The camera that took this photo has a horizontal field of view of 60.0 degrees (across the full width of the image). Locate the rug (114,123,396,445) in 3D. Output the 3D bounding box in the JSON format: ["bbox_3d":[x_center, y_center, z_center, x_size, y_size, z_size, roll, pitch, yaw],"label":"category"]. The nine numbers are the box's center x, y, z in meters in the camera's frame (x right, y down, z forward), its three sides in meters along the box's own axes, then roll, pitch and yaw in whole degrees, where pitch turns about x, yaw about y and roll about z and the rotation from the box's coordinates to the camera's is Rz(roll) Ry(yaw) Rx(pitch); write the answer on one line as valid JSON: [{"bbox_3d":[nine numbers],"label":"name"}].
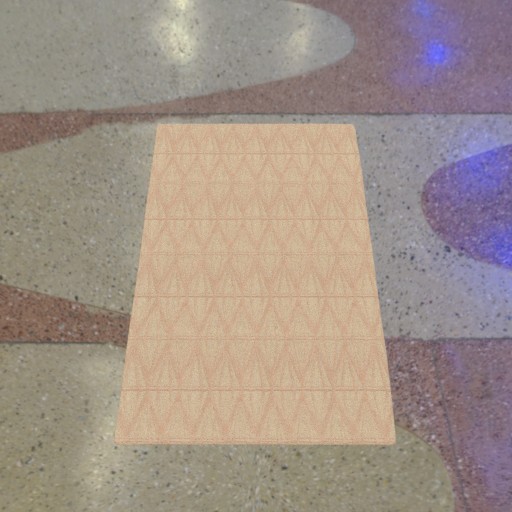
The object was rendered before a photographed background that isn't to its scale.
[{"bbox_3d":[0.000,0.000,3.035,1.609,0.015,2.390,0,63,0],"label":"rug"}]
